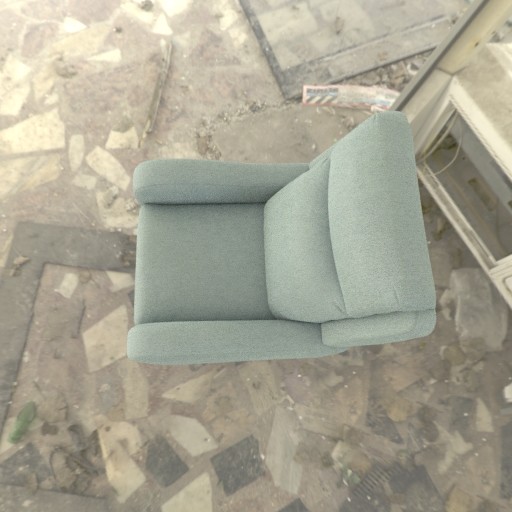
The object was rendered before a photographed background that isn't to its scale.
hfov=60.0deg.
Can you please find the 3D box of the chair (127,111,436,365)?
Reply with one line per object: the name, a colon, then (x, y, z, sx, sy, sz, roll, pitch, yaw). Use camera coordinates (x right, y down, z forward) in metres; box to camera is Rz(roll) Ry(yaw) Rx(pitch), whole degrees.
chair: (0.000, 0.000, 1.727, 0.988, 1.067, 0.785, -2, 75, -1)
